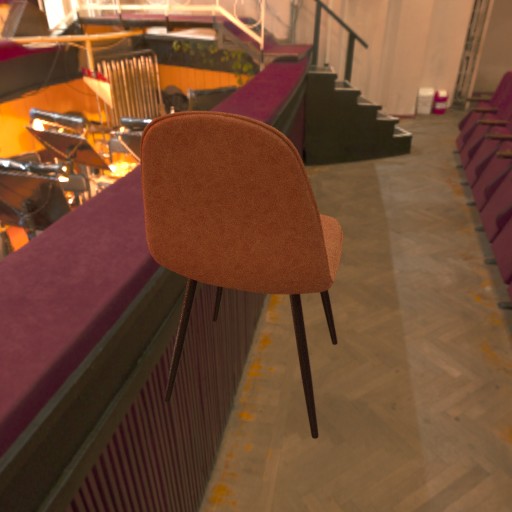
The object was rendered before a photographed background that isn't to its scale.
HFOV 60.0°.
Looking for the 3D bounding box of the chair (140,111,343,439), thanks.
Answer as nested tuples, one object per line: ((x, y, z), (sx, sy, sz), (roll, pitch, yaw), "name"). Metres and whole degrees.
((0.000, 0.000, 1.220), (0.472, 0.889, 0.561), (9, 32, 14), "chair")
